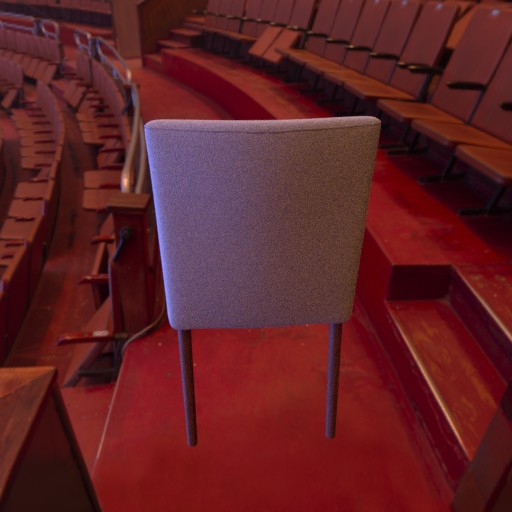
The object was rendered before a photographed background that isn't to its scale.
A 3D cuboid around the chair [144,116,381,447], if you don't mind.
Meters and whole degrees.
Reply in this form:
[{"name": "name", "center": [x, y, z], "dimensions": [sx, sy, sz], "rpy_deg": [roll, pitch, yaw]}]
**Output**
[{"name": "chair", "center": [0.000, 0.000, 1.205], "dimensions": [0.456, 0.859, 0.570], "rpy_deg": [-2, 31, -3]}]
